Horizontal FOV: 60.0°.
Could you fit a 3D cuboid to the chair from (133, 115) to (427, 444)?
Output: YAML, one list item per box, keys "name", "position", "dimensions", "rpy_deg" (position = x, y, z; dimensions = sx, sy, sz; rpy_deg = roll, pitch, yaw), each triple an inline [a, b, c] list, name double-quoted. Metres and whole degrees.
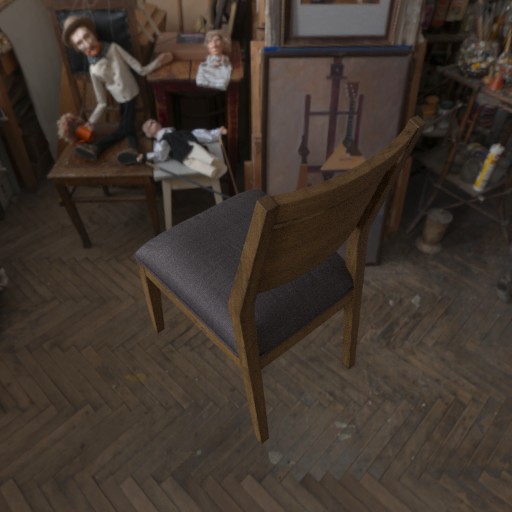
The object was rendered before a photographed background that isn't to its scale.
- name: "chair"
  position: [0.000, 0.000, 1.272]
  dimensions: [0.501, 0.939, 0.610]
  rpy_deg: [-31, 54, -26]
